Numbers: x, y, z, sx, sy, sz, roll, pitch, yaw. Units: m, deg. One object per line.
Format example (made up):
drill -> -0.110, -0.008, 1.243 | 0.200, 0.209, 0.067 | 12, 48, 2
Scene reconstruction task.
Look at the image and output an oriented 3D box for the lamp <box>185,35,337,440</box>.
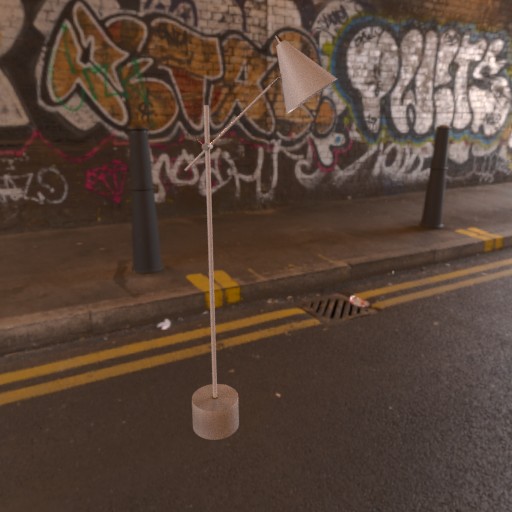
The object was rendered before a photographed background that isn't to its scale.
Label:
lamp -> 0.000, 0.000, 1.578 | 0.508, 1.430, 0.223 | 3, 17, 10
